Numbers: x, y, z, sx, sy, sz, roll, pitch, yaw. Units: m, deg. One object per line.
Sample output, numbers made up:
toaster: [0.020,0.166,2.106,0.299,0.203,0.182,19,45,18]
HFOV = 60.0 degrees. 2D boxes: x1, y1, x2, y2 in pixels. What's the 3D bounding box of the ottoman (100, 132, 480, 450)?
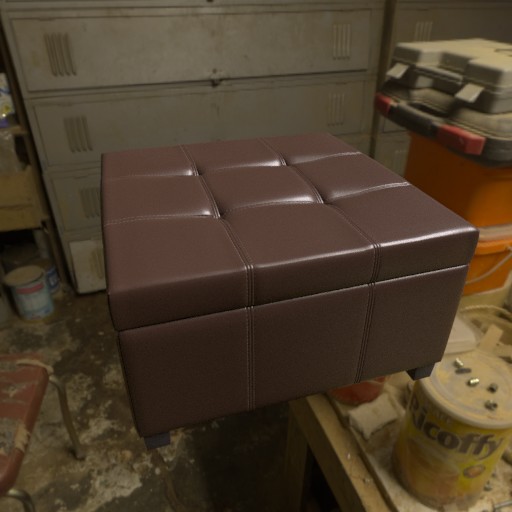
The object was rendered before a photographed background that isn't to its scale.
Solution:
ottoman: [0.000,0.000,1.273,0.788,0.460,0.787,-9,33,-15]
